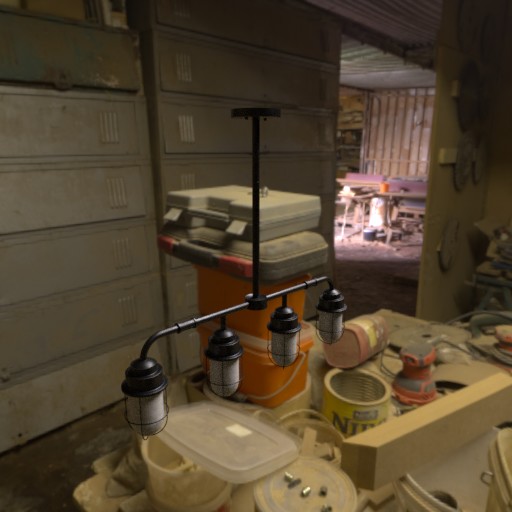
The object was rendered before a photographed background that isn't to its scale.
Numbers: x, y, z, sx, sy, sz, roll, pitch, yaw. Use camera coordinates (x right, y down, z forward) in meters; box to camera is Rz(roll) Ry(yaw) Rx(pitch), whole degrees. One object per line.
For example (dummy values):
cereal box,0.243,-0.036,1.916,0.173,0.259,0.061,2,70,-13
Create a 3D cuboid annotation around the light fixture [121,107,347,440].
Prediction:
light fixture,0.000,0.000,1.249,0.852,0.785,0.131,-13,19,-43
